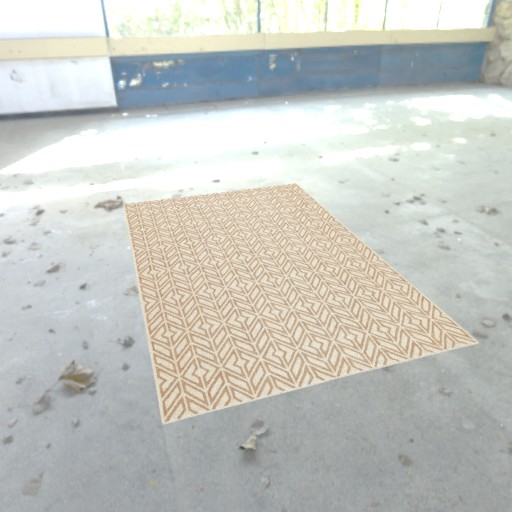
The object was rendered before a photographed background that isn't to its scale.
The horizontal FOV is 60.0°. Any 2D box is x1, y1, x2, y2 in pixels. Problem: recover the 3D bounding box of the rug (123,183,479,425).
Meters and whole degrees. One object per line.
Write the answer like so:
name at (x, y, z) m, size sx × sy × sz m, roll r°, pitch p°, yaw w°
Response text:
rug at (0.000, 0.000, 2.305) m, size 1.220 × 0.007 × 1.828 m, roll -9°, pitch 31°, yaw -16°
